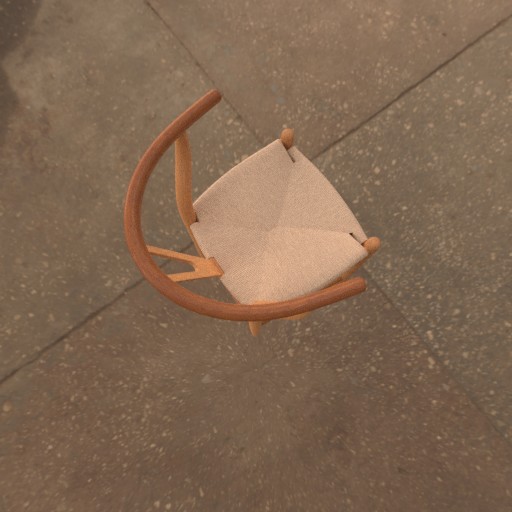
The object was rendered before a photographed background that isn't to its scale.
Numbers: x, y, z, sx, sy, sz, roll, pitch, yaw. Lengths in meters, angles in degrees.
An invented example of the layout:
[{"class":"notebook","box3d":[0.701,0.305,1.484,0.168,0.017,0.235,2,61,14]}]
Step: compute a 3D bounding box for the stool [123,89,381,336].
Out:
[{"class":"stool","box3d":[0.000,0.000,1.411,0.561,1.068,0.574,-34,78,-8]}]
